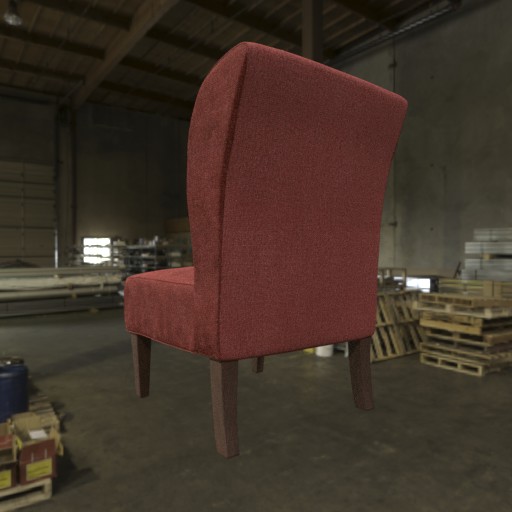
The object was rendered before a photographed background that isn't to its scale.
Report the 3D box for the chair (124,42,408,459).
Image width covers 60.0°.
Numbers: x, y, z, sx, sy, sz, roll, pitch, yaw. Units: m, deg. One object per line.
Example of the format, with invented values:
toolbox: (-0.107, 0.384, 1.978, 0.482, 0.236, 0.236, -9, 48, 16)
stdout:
chair: (0.000, 0.000, 1.242, 0.538, 0.846, 0.640, 0, 1, -37)
